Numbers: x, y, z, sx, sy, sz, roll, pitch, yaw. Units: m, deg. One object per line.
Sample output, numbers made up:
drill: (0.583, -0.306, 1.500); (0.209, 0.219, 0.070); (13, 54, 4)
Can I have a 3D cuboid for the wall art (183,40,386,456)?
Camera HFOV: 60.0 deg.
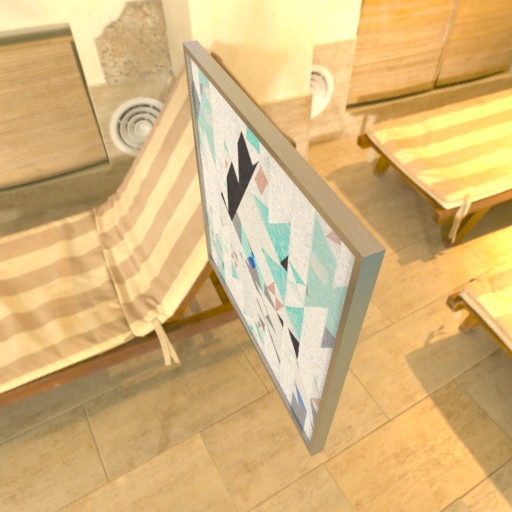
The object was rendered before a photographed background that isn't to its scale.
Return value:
wall art: (0.000, 0.000, 1.169); (0.038, 0.806, 0.806); (-19, 50, -16)
